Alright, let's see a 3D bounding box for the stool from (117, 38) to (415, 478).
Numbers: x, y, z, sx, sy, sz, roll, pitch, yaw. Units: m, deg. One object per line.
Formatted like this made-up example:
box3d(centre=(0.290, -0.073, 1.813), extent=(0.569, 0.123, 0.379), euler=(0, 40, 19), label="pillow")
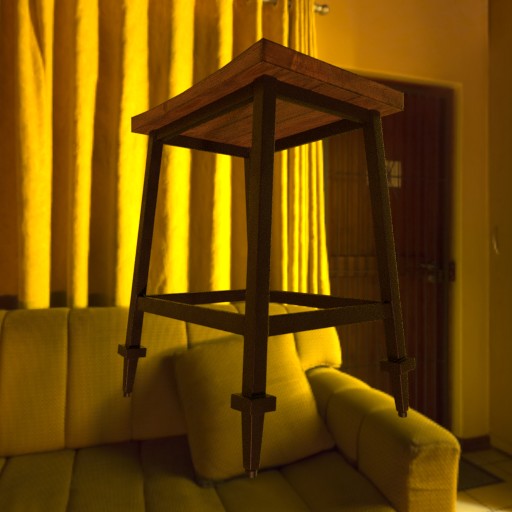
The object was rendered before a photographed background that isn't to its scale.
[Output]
box3d(centre=(0.000, 0.000, 0.923), extent=(0.405, 0.625, 0.486), euler=(0, 0, -38), label="stool")
